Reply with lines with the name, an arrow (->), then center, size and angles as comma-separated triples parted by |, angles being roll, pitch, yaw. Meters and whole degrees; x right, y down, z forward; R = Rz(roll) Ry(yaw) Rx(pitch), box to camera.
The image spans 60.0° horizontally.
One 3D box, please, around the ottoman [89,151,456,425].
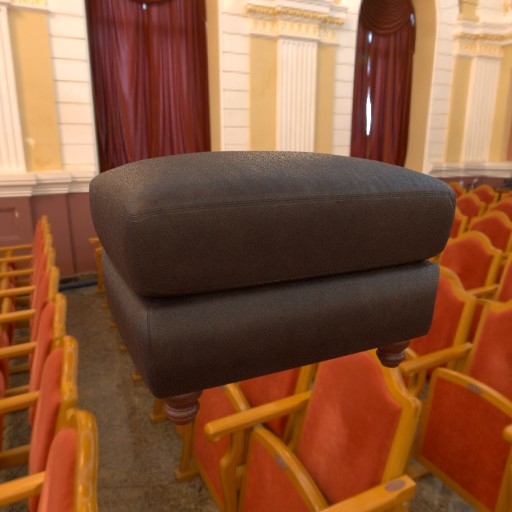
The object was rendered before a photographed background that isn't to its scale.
ottoman -> 0.000, 0.000, 1.234 | 0.806, 0.569, 0.670 | -7, 15, -25
